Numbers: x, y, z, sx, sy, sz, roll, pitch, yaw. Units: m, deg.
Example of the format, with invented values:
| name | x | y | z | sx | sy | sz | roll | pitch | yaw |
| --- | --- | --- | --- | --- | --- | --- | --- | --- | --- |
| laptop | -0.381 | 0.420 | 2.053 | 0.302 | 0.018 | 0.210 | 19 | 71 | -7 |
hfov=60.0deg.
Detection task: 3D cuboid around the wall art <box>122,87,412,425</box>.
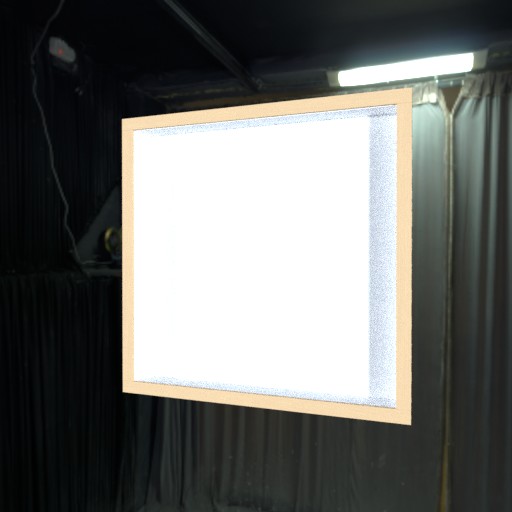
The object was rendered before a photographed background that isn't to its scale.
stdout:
| name | x | y | z | sx | sy | sz | roll | pitch | yaw |
| --- | --- | --- | --- | --- | --- | --- | --- | --- | --- |
| wall art | 0.000 | 0.000 | 0.612 | 0.405 | 0.405 | 0.038 | 0 | 1 | 18 |
